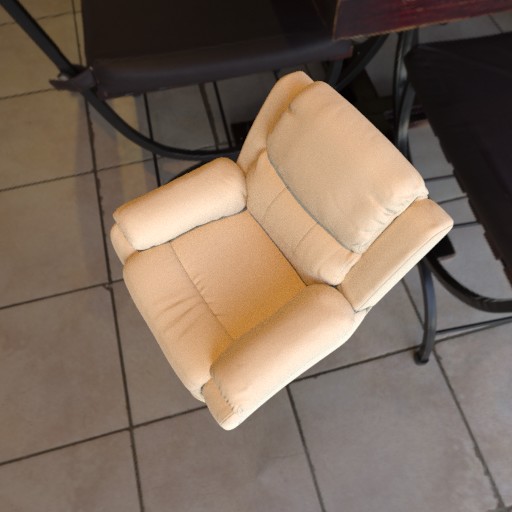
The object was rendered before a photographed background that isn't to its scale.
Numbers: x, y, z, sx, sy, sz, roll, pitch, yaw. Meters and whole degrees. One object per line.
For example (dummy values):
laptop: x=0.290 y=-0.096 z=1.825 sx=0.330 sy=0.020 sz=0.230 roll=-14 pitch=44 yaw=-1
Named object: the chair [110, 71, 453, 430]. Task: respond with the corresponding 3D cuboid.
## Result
chair: x=0.000 y=0.000 z=1.259 sx=0.709 sy=0.702 sz=0.680 roll=-31 pitch=67 yaw=-14
